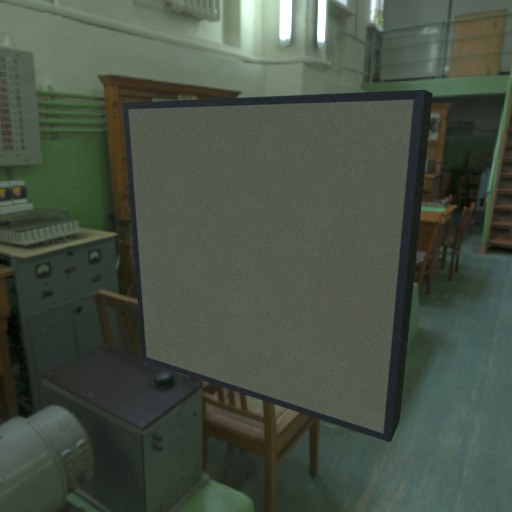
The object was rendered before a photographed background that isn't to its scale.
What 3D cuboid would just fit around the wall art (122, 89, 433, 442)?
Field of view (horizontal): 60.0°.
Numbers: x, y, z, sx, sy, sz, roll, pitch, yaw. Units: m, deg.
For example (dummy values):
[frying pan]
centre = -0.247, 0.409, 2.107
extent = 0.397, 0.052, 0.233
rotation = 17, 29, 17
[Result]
[wall art]
centre = 0.000, 0.000, 0.448
extent = 0.302, 0.300, 0.036
rotation = 9, 18, 29
